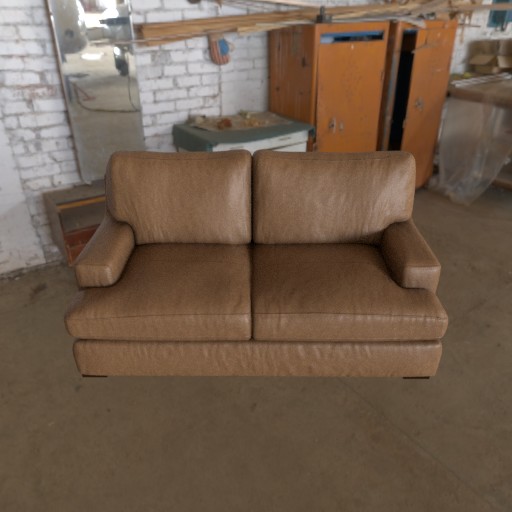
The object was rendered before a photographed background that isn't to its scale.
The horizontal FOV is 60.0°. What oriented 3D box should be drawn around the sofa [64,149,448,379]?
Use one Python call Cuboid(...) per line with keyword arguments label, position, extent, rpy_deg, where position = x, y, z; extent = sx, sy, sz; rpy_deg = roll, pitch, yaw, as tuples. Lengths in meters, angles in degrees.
Cuboid(label="sofa", position=(0.000, 0.000, 2.413), extent=(1.855, 0.980, 0.962), rpy_deg=(0, 30, 0))
